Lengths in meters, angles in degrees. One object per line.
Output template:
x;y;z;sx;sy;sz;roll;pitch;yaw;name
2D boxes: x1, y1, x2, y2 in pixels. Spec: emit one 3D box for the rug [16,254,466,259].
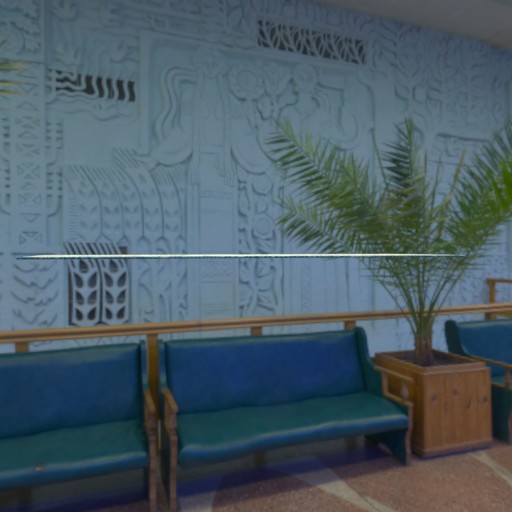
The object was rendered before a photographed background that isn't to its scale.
0.000;0.000;2.652;2.435;0.011;0.750;0;1;-18;rug
